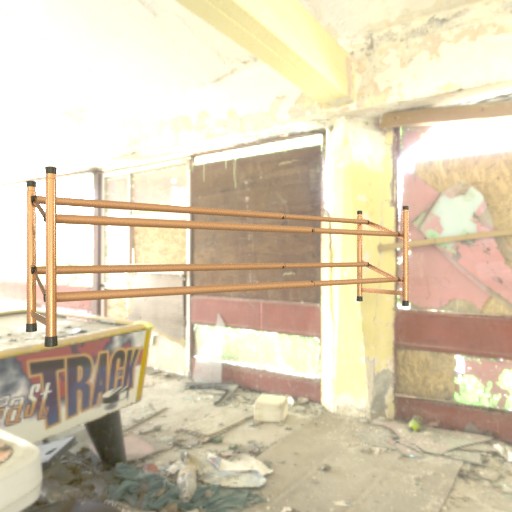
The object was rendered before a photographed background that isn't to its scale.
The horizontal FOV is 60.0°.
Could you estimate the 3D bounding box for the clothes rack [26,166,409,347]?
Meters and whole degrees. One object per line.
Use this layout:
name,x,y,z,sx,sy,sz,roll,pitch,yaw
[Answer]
clothes rack,0.000,0.000,1.286,1.168,0.349,0.229,0,0,-36
